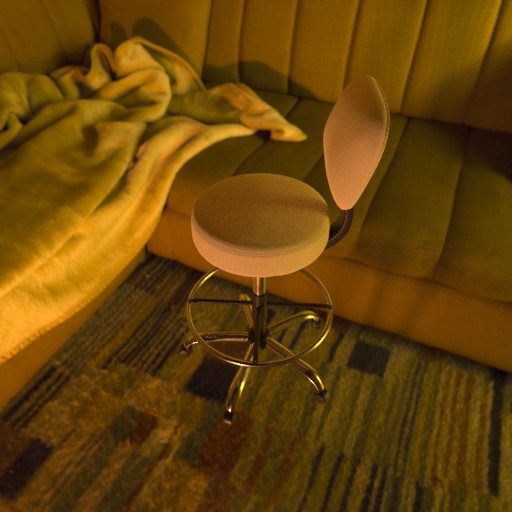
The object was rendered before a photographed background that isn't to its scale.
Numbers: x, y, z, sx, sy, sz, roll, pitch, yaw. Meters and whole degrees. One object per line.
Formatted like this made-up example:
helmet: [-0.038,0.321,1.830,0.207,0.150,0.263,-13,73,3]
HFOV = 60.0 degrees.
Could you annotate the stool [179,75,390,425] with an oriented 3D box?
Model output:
stool: [0.000,0.000,1.430,0.616,1.080,0.609,2,41,3]
